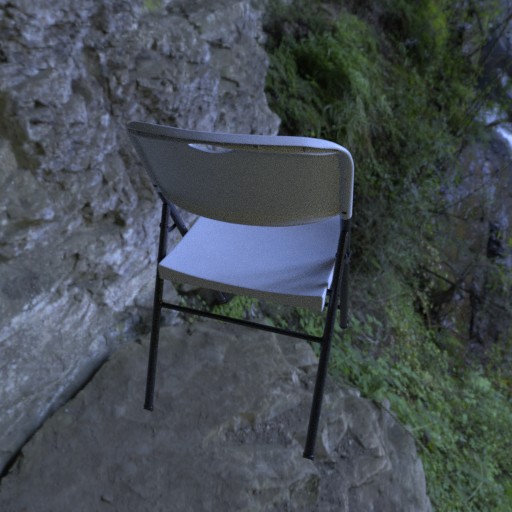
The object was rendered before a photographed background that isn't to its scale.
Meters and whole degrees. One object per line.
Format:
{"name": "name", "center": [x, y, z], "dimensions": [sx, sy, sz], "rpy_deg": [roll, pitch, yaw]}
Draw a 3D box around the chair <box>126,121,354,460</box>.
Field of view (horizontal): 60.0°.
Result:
{"name": "chair", "center": [0.000, 0.000, 1.191], "dimensions": [0.494, 0.810, 0.566], "rpy_deg": [10, 33, 16]}
